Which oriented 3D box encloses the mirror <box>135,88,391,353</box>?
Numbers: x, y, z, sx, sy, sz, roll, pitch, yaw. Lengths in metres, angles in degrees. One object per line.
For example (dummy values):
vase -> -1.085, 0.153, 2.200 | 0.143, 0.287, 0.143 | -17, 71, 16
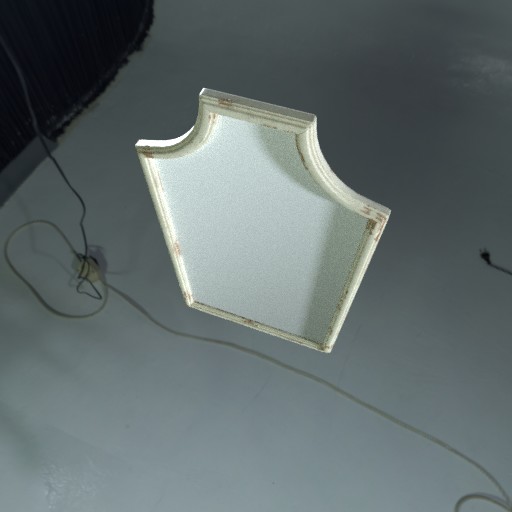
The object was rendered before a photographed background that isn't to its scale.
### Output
mirror -> 0.000, 0.000, 0.858 | 0.403, 0.717, 0.022 | 17, 60, 10
